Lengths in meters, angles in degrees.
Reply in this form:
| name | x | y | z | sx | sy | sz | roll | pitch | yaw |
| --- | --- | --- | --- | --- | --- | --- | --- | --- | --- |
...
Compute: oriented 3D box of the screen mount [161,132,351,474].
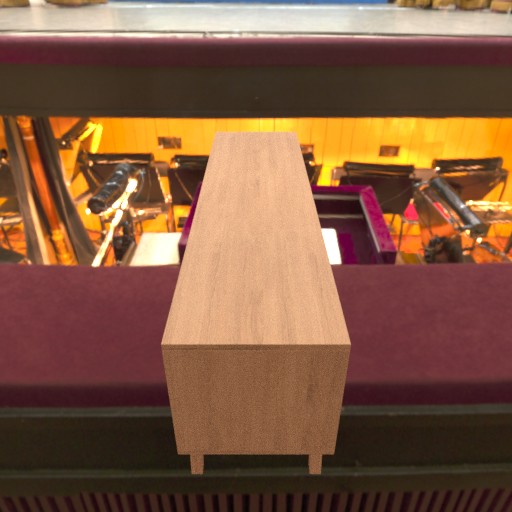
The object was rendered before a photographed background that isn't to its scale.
| name | x | y | z | sx | sy | sz | roll | pitch | yaw |
| --- | --- | --- | --- | --- | --- | --- | --- | --- | --- |
| screen mount | 0.000 | 0.000 | 1.702 | 0.400 | 0.510 | 1.500 | 0 | 32 | 0 |
